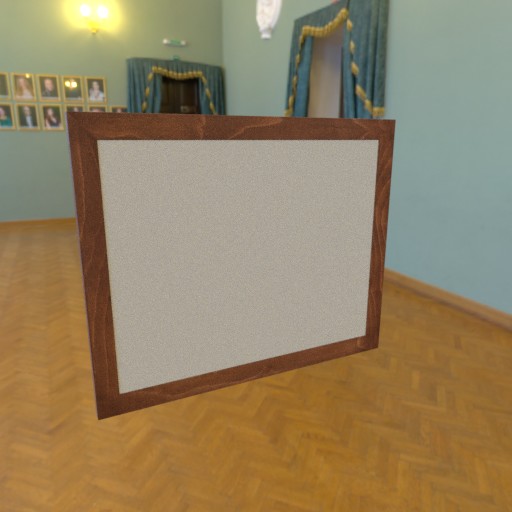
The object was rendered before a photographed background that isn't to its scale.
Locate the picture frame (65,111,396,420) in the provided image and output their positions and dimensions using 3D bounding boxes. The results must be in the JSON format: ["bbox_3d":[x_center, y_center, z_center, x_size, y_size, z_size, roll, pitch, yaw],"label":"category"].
[{"bbox_3d":[0.000,0.000,0.761,0.559,0.457,0.025,-7,16,-25],"label":"picture frame"}]
